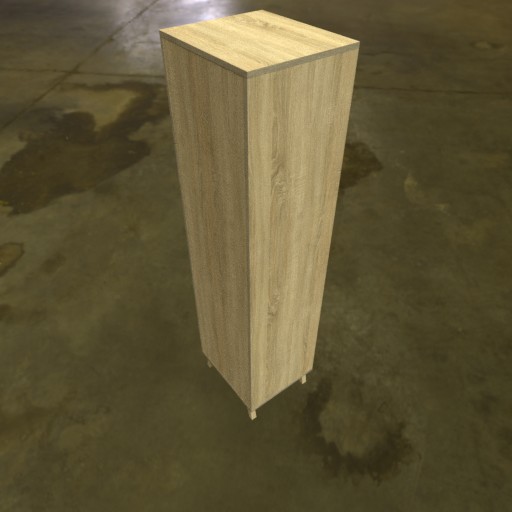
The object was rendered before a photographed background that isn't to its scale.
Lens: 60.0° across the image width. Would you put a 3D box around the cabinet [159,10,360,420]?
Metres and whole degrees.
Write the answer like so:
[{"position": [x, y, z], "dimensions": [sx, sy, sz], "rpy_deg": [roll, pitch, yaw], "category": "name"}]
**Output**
[{"position": [0.000, 0.000, 2.123], "dimensions": [0.450, 1.960, 0.510], "rpy_deg": [-27, 48, -27], "category": "cabinet"}]
